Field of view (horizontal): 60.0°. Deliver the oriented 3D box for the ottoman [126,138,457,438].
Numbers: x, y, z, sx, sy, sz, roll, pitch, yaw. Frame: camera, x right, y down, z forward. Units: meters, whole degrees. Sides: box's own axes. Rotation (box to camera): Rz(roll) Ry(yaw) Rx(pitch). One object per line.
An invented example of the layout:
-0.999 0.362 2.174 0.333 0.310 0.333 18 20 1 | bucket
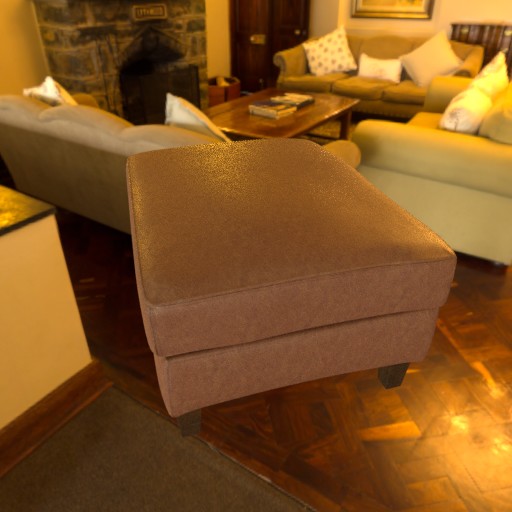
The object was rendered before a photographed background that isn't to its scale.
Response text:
0.000 0.000 1.262 0.650 0.485 0.851 -8 32 -13 | ottoman
